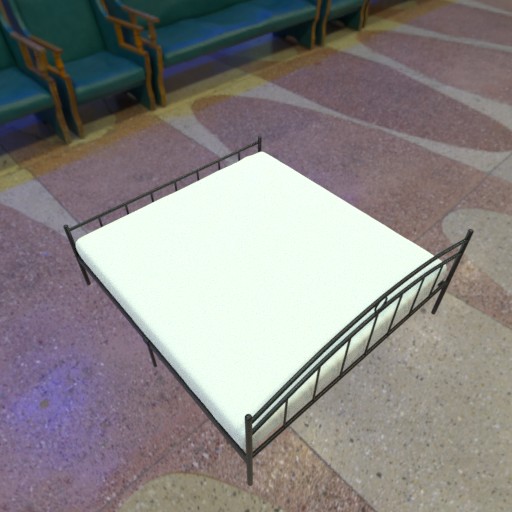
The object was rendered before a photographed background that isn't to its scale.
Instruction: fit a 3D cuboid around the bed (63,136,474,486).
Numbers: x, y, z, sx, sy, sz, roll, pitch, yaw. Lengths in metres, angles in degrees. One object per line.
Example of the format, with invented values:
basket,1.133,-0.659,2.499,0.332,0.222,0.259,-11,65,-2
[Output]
bed,0.000,0.000,3.162,1.880,0.940,2.040,-32,53,-28
